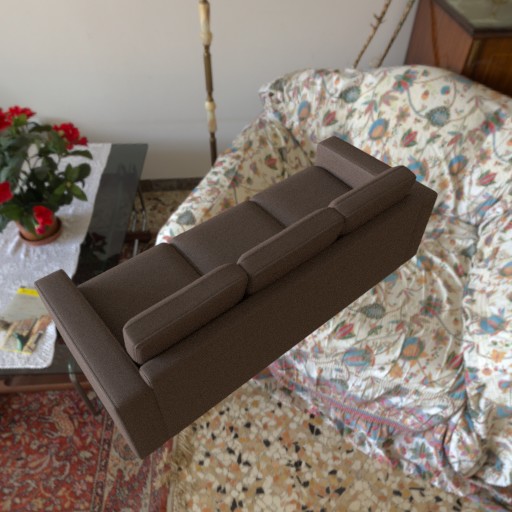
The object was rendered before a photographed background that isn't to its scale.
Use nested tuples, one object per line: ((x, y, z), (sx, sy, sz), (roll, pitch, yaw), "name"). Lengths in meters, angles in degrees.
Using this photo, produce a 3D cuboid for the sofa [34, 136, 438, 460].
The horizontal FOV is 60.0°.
((0.000, 0.000, 2.562), (2.160, 0.806, 0.900), (-31, 53, -26), "sofa")
